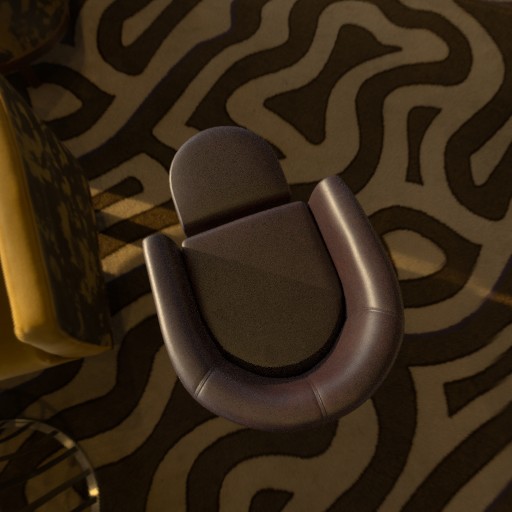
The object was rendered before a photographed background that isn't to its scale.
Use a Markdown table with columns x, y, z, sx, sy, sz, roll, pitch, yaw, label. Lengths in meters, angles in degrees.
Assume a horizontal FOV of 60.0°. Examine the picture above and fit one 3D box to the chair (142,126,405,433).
| x | y | z | sx | sy | sz | roll | pitch | yaw | label |
| --- | --- | --- | --- | --- | --- | --- | --- | --- | --- |
| 0.000 | 0.000 | 1.664 | 0.737 | 0.755 | 1.176 | -19 | 77 | -5 | chair |
